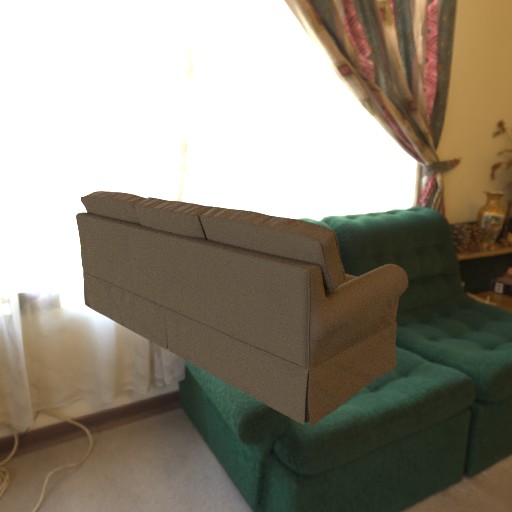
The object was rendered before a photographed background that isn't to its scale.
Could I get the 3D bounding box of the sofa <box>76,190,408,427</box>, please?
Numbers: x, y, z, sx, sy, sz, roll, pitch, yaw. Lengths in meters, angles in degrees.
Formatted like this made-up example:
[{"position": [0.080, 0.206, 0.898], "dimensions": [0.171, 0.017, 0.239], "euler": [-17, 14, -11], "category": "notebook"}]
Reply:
[{"position": [0.000, 0.000, 3.407], "dimensions": [2.475, 0.978, 1.733], "euler": [13, 19, 43], "category": "sofa"}]
